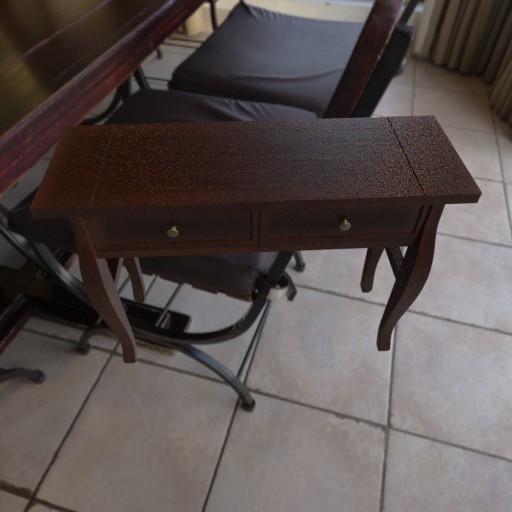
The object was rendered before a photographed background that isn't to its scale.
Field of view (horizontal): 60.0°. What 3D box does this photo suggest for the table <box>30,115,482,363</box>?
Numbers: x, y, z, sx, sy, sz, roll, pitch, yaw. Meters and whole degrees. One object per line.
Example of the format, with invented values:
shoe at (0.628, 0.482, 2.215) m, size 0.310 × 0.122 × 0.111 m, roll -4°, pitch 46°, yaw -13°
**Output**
table at (0.000, 0.000, 1.440) m, size 1.062 × 0.768 × 0.373 m, roll -2°, pitch 48°, yaw -2°
